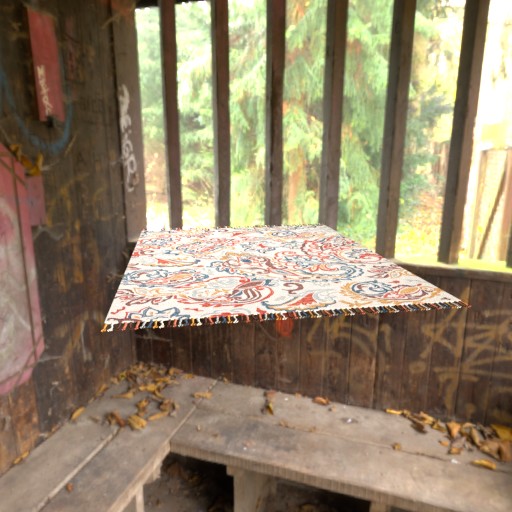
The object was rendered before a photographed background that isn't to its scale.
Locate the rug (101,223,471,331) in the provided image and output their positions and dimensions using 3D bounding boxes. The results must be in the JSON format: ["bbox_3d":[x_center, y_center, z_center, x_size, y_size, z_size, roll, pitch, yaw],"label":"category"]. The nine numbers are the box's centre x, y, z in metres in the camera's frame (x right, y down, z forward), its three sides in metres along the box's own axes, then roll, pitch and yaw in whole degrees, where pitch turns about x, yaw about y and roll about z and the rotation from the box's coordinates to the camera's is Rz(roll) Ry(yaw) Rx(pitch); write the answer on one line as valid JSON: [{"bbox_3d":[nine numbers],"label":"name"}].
[{"bbox_3d":[0.000,0.000,4.405,2.439,0.015,3.274,-2,14,-9],"label":"rug"}]
